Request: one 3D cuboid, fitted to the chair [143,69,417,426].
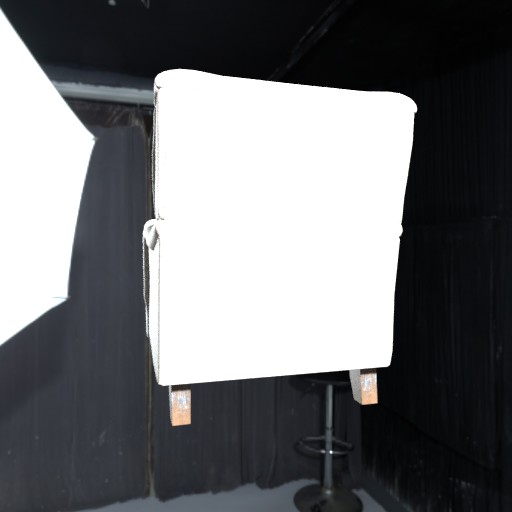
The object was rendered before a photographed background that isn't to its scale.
[{"bbox_3d":[0.000,0.000,1.815,0.879,1.119,0.953,0,1,-16],"label":"chair"}]
